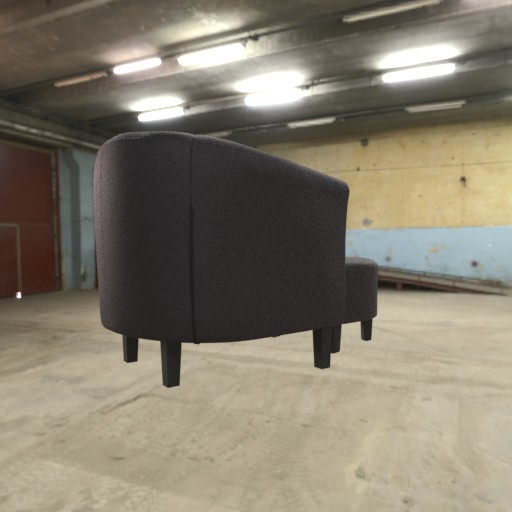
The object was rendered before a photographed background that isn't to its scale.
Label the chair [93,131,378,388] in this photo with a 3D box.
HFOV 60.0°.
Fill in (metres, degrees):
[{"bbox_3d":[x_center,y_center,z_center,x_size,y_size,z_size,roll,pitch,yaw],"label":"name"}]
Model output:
[{"bbox_3d":[0.000,0.000,1.723,1.191,0.760,0.763,-1,2,-36],"label":"chair"}]
